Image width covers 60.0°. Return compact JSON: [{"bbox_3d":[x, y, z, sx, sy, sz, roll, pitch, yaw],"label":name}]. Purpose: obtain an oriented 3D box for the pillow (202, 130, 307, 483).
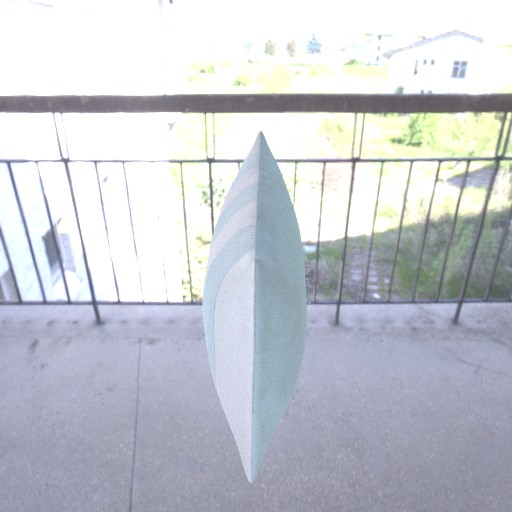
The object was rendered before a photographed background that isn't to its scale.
[{"bbox_3d":[0.000,0.000,0.715,0.151,0.287,0.610,0,26,1],"label":"pillow"}]
